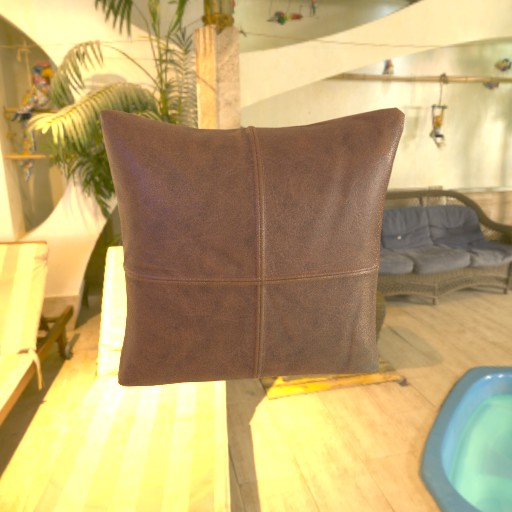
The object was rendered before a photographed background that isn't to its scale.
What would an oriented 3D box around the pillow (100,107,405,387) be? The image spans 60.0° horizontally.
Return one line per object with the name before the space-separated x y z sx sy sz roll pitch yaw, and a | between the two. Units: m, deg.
pillow | 0.000 0.000 0.734 0.484 0.470 0.192 -2 16 -7
